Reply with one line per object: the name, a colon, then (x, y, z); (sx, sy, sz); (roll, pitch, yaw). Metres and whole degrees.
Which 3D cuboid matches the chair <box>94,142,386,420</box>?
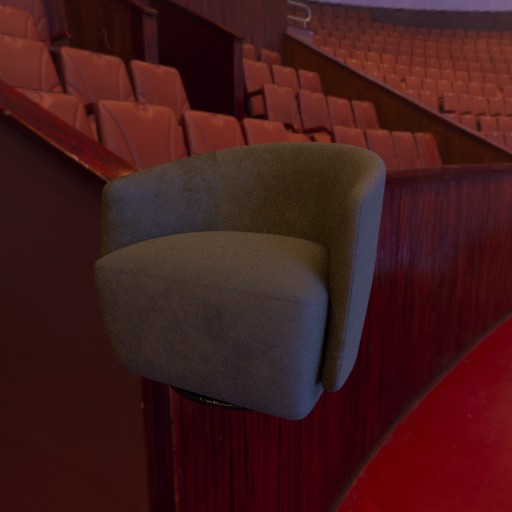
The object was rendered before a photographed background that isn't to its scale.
chair: (0.000, 0.000, 1.381); (0.773, 0.698, 0.767); (7, 15, 27)
